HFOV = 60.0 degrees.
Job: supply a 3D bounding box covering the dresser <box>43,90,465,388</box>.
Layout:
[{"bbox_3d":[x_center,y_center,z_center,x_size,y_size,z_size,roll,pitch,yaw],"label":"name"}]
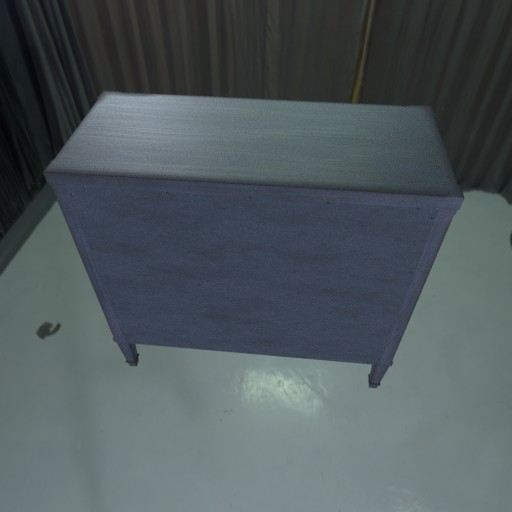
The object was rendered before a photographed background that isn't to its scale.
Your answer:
[{"bbox_3d":[0.000,0.000,1.609,1.049,0.986,0.463,4,46,4],"label":"dresser"}]
